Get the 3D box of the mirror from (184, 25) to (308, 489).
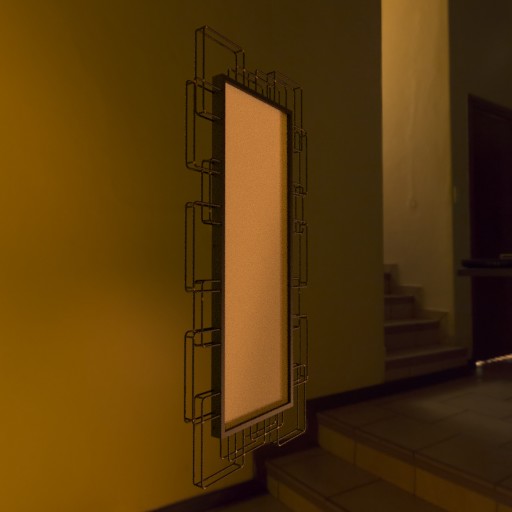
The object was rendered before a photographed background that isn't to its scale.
[{"bbox_3d":[0.000,0.000,1.339,0.037,1.192,0.565,-1,-2,37],"label":"mirror"}]
